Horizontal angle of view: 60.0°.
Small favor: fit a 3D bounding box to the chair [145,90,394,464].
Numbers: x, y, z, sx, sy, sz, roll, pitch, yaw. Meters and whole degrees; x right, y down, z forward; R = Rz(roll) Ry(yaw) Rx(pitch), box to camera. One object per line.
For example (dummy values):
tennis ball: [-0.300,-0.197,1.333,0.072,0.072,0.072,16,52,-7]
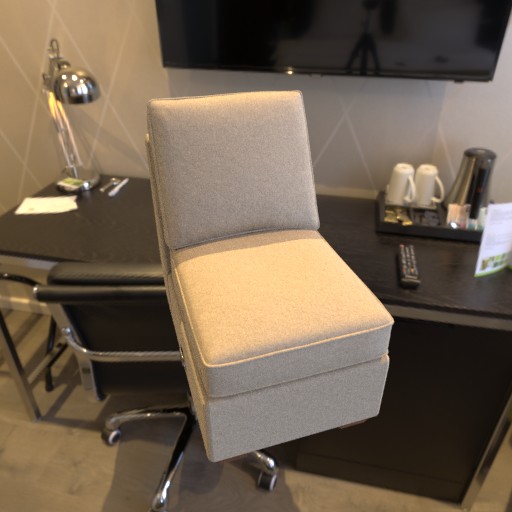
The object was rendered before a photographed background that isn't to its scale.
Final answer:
chair: [0.000,0.000,1.710,0.674,1.058,1.020,-10,33,-15]
